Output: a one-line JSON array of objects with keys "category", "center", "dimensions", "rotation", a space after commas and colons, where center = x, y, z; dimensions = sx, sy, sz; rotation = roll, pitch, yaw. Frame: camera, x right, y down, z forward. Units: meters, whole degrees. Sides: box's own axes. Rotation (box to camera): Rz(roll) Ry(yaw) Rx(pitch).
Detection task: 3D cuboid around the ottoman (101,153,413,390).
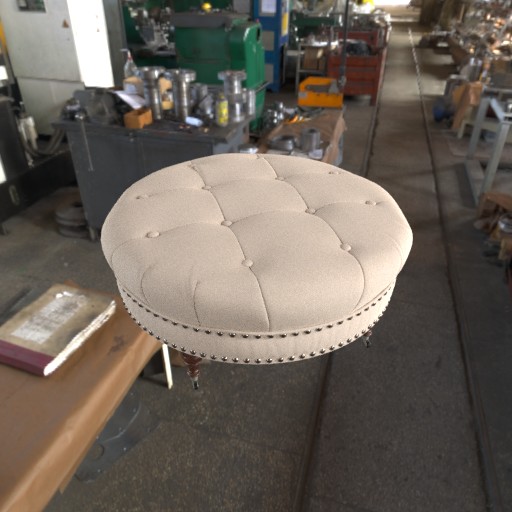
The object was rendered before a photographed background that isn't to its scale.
[{"category": "ottoman", "center": [0.000, 0.000, 1.398], "dimensions": [0.901, 0.439, 0.901], "rotation": [0, 32, 0]}]
